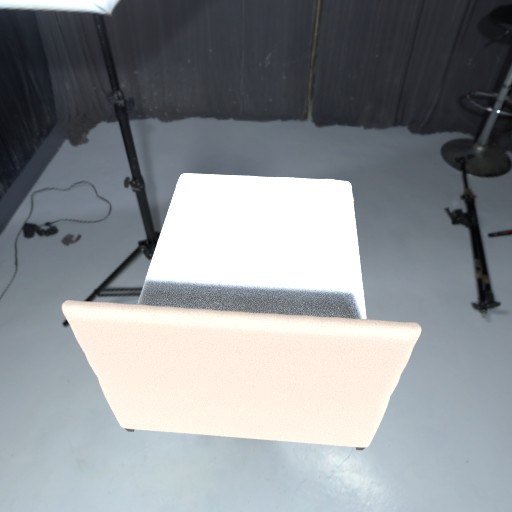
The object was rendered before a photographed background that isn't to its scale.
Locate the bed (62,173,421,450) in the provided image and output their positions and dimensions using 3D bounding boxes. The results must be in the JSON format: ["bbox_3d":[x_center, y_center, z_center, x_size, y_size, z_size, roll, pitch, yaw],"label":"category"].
[{"bbox_3d":[0.000,0.000,3.300,1.696,1.426,2.233,3,46,3],"label":"bed"}]
